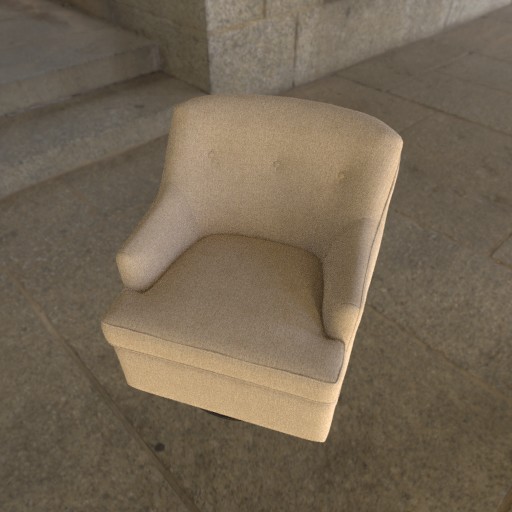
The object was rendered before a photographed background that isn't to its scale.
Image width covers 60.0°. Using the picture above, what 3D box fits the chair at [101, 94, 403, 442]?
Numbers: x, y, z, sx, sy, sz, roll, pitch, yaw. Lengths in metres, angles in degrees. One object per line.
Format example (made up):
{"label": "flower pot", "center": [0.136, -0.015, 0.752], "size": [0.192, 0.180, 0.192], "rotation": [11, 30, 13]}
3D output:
{"label": "chair", "center": [0.000, 0.000, 1.631], "size": [0.864, 0.856, 0.923], "rotation": [12, 44, 13]}
